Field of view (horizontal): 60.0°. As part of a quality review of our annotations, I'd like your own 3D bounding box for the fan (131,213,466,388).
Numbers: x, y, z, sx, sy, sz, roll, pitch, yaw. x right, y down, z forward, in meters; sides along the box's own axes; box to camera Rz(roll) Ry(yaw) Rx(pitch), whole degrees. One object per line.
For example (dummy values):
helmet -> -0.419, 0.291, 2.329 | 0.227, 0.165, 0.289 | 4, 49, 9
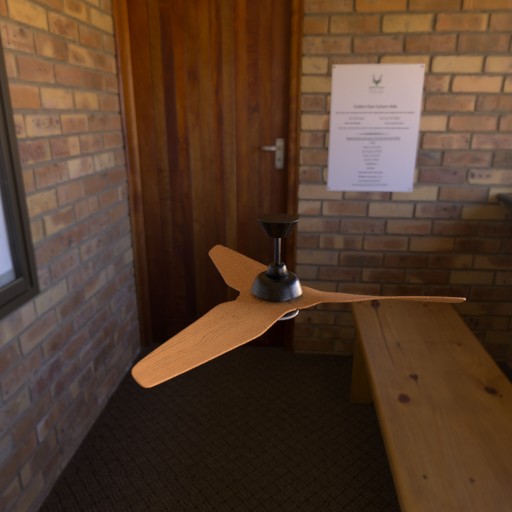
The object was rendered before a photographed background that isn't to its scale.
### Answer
fan -> 0.000, 0.000, 1.687 | 1.142, 0.355, 1.010 | -9, 19, -26
